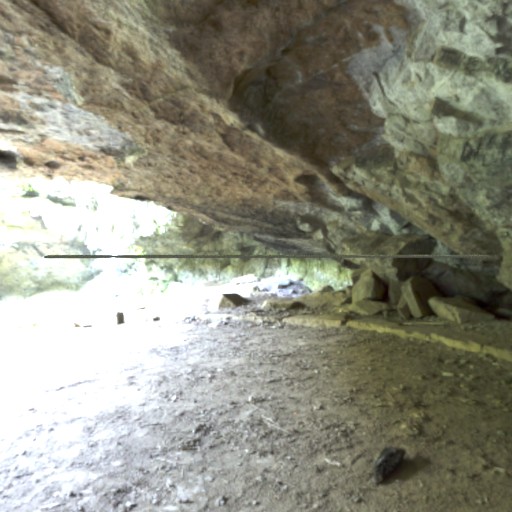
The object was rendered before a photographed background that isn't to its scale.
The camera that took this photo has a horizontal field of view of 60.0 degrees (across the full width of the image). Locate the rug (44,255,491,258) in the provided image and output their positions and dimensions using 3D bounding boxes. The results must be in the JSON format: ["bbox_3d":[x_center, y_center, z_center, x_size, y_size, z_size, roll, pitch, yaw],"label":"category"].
[{"bbox_3d":[0.000,0.000,2.282,1.824,0.012,1.206,0,0,-18],"label":"rug"}]
